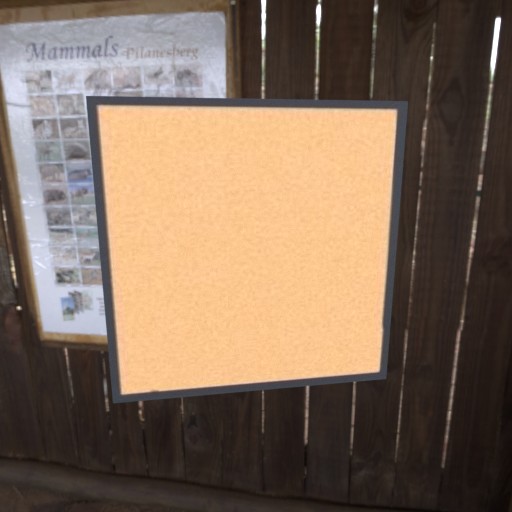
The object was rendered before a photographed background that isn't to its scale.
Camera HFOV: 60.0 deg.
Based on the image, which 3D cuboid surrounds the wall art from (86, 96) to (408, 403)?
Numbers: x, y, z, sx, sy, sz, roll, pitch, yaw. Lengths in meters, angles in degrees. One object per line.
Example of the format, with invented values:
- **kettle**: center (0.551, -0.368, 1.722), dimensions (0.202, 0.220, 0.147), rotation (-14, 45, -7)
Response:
- **wall art**: center (0.000, 0.000, 1.228), dimensions (0.823, 0.823, 0.013), rotation (-2, 14, -9)
